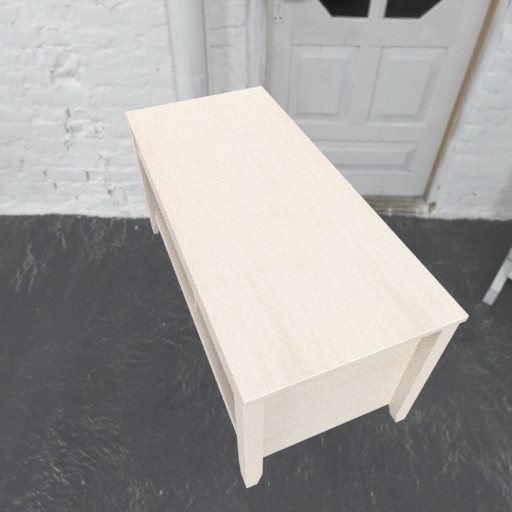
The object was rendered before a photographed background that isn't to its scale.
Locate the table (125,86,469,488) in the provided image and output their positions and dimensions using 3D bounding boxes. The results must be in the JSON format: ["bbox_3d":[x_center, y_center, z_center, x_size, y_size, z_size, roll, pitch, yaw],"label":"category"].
[{"bbox_3d":[0.000,0.000,1.278,0.457,0.483,1.016,-17,49,-15],"label":"table"}]
